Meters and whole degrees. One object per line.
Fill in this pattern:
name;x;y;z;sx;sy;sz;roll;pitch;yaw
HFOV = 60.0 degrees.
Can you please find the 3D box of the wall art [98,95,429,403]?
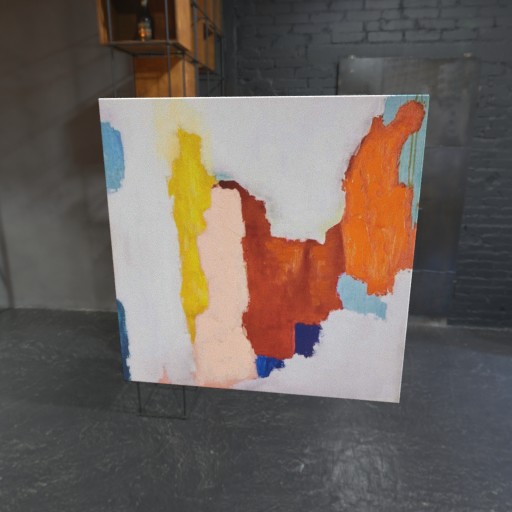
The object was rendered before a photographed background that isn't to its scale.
wall art;0.000;0.000;1.504;1.017;1.017;0.044;2;16;8
